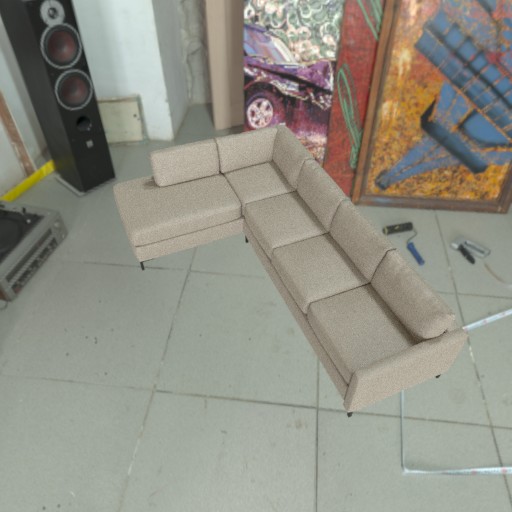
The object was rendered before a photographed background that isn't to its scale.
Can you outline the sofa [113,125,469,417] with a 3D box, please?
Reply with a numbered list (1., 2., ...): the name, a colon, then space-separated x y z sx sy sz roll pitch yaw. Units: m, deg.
1. sofa: 0.000 0.000 3.178 1.617 0.703 2.423 -17 48 -16
